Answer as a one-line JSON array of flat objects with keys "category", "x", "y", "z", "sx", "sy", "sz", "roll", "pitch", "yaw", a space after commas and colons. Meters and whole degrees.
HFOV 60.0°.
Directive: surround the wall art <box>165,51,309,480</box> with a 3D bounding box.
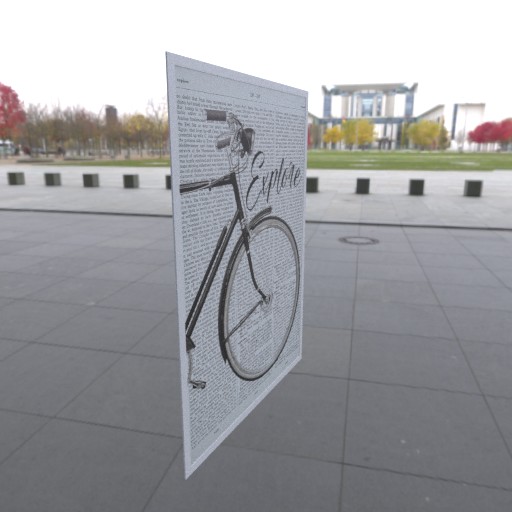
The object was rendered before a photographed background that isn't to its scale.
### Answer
[{"category": "wall art", "x": 0.000, "y": 0.000, "z": 0.804, "sx": 0.003, "sy": 0.610, "sz": 0.457, "roll": 7, "pitch": 16, "yaw": 28}]
